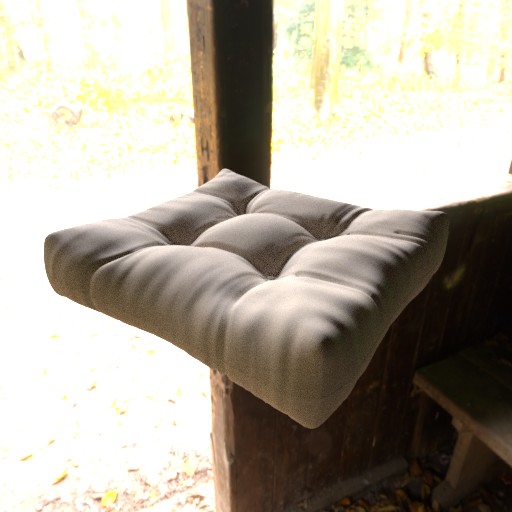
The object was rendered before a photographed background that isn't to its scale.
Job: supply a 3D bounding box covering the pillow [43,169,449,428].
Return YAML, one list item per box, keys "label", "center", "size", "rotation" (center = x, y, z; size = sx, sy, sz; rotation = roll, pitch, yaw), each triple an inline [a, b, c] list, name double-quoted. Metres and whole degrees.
- label: "pillow"
  center: [0.000, 0.000, 0.713]
  size: [0.490, 0.128, 0.468]
  rotation: [17, 31, 31]
